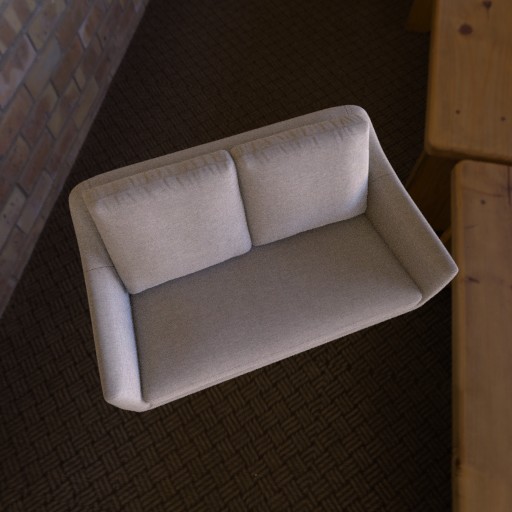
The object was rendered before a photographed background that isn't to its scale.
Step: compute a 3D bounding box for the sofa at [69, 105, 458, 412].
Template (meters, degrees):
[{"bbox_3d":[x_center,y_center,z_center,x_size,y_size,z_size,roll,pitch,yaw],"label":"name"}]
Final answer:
[{"bbox_3d":[0.000,0.000,2.188,1.619,0.904,0.960,-19,65,-9],"label":"sofa"}]
